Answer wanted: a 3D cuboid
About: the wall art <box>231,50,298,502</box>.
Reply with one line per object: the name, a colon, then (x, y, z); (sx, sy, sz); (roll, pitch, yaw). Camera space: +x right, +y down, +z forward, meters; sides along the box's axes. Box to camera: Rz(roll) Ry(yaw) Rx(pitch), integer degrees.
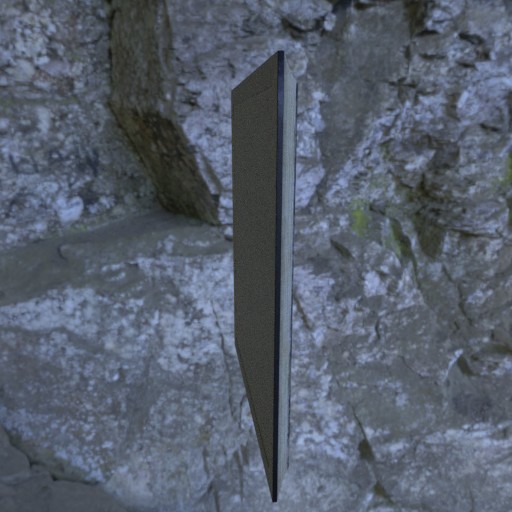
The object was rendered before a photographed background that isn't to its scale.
wall art: (0.000, 0.000, 0.608); (0.023, 0.457, 0.381); (-2, 16, -9)
